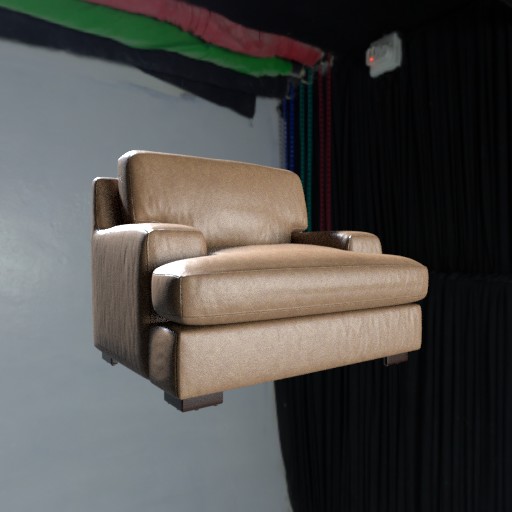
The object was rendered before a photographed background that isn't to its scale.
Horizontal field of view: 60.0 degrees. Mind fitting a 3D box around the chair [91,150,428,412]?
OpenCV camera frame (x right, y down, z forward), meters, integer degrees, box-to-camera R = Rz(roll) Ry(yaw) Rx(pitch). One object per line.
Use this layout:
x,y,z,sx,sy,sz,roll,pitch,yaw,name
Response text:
0.000,0.000,2.040,1.276,0.978,1.050,0,1,-35,chair
